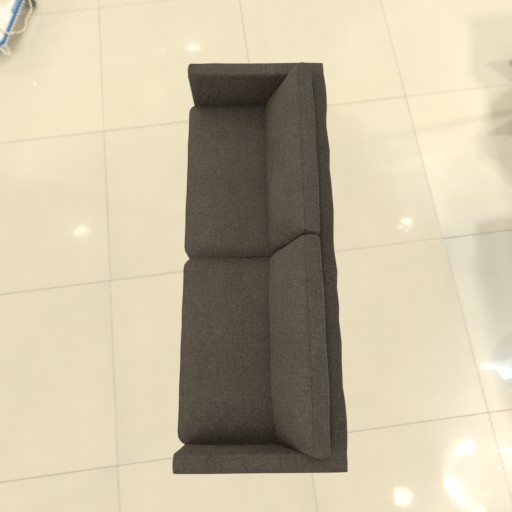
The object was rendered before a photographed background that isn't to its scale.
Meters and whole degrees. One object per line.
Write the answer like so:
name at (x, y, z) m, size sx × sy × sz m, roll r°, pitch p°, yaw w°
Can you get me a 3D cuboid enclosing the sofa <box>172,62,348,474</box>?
sofa at (0.000, 0.000, 3.186) m, size 1.036 × 0.998 × 2.779 m, roll -1°, pitch 74°, yaw 0°
